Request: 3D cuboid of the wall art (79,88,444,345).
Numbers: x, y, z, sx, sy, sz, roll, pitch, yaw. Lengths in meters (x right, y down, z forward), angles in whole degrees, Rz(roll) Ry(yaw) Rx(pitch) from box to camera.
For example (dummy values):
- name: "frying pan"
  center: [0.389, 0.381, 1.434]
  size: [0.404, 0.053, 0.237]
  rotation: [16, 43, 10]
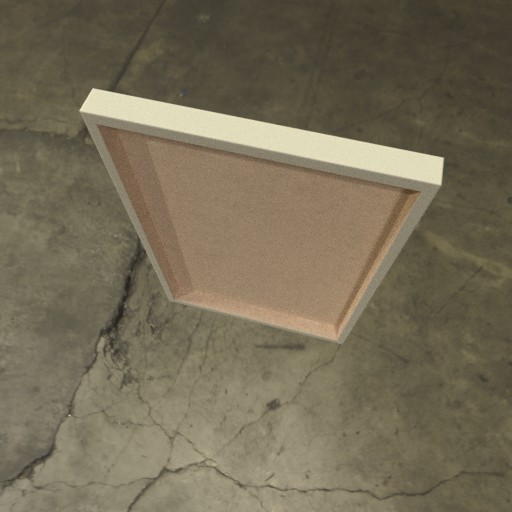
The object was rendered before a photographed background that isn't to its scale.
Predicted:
- name: "wall art"
  center: [0.000, 0.000, 0.774]
  size: [0.418, 0.608, 0.038]
  rotation: [13, 64, 7]
